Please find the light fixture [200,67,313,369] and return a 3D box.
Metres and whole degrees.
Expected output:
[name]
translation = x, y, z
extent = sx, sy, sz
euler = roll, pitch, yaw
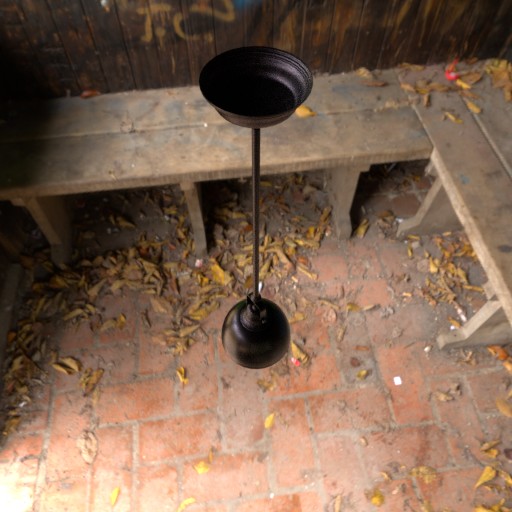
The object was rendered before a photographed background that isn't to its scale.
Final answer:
[light fixture]
translation = 0.000, 0.000, 0.849
extent = 0.182, 0.768, 0.182
euler = -32, 62, -19
